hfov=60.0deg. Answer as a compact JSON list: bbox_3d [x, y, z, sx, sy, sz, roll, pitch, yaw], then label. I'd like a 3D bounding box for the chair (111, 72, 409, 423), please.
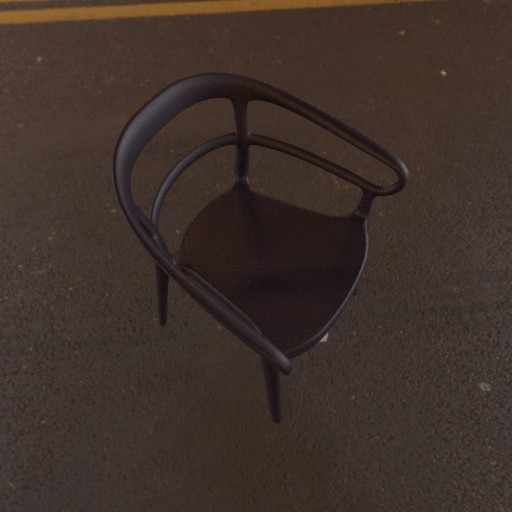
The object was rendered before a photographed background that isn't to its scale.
[{"bbox_3d":[0.000,0.000,1.154,0.527,0.761,0.559,29,64,16],"label":"chair"}]
